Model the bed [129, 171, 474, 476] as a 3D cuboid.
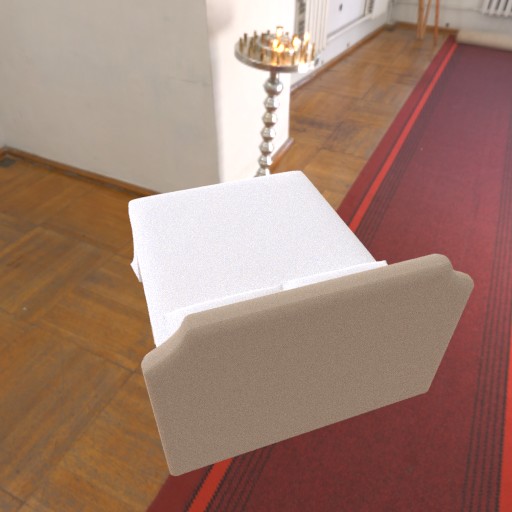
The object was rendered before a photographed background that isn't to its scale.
[{"bbox_3d":[0.000,0.000,3.269,1.828,1.301,2.204,-13,42,-14],"label":"bed"}]
